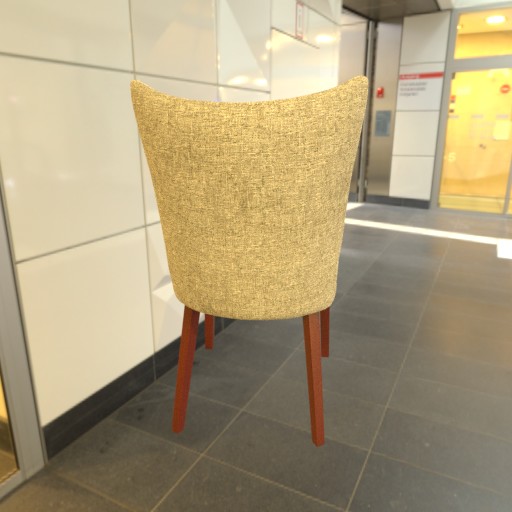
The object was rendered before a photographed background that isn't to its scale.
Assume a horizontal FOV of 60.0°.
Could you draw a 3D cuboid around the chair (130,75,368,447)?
[{"bbox_3d":[0.000,0.000,1.274,0.535,0.924,0.623,2,17,7],"label":"chair"}]
